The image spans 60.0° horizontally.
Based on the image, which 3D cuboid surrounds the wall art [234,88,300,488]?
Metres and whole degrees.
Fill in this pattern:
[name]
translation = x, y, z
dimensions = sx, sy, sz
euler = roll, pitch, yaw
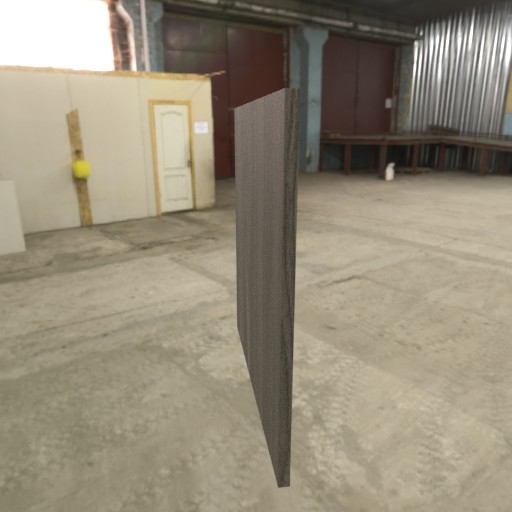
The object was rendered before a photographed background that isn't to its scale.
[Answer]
[wall art]
translation = 0.000, 0.000, 0.771
dimensions = 0.016, 0.507, 0.508
euler = -2, 16, -8
